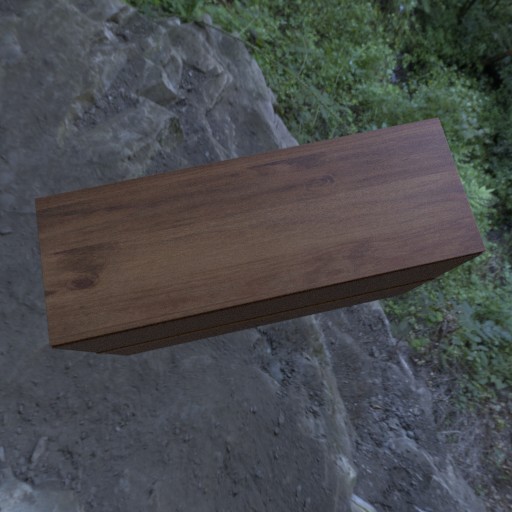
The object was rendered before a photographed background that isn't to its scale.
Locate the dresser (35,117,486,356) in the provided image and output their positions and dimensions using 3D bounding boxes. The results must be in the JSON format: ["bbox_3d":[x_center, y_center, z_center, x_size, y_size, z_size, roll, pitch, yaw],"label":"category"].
[{"bbox_3d":[0.000,0.000,1.699,1.261,0.825,0.479,-12,76,-3],"label":"dresser"}]
